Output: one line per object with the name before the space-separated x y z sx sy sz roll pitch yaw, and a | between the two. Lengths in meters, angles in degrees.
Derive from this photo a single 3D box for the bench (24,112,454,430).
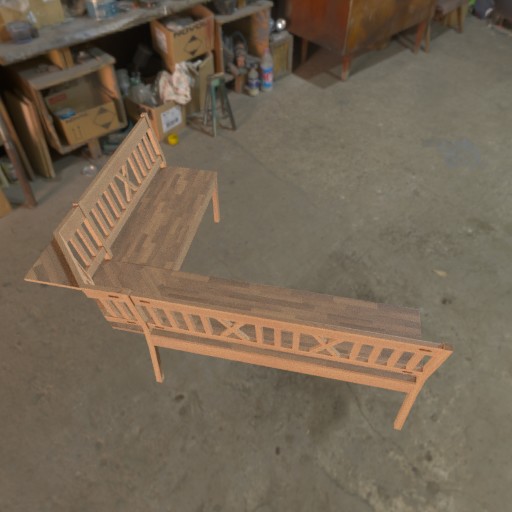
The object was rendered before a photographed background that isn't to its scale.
bench | 0.000 0.000 2.752 1.937 0.902 1.537 9 47 8
